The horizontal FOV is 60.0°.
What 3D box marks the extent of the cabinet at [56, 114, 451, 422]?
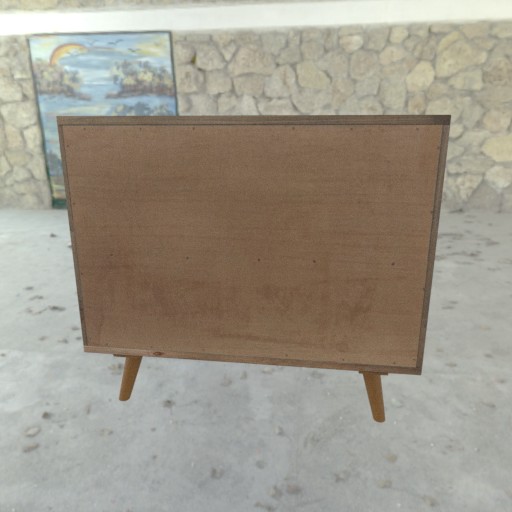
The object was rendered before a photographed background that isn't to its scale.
[{"bbox_3d":[0.000,0.000,1.508,1.023,0.897,0.529,2,16,7],"label":"cabinet"}]
